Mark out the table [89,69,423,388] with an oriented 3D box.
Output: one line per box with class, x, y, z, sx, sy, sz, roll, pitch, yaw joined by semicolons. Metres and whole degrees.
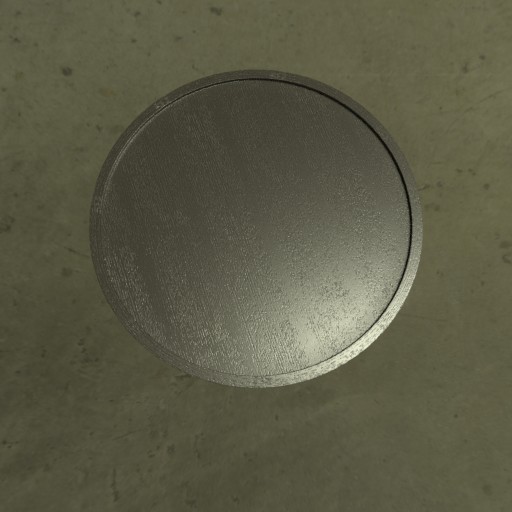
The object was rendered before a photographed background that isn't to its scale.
table;0.000;0.000;0.923;0.500;0.531;0.500;0;76;0
